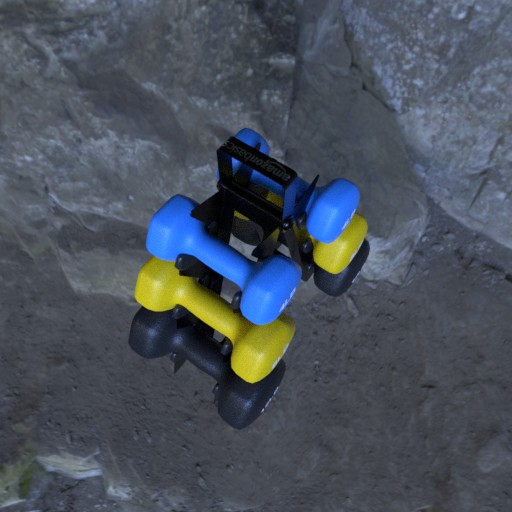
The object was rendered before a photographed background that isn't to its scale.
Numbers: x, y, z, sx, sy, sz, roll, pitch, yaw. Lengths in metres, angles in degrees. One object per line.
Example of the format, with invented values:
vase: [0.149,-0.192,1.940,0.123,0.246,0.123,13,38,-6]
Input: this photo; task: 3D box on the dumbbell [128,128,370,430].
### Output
dumbbell: [0.000,0.000,0.668,0.255,0.426,0.409,33,66,17]
